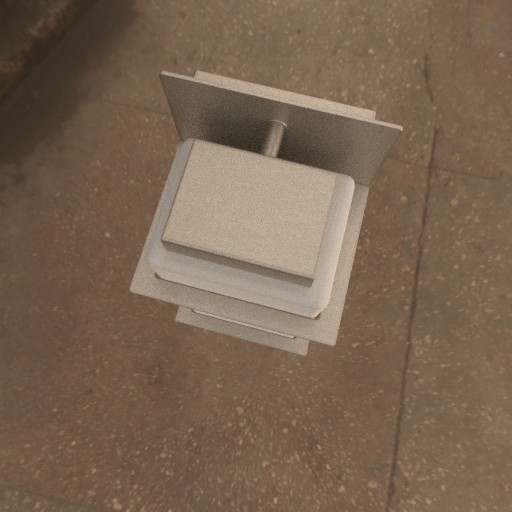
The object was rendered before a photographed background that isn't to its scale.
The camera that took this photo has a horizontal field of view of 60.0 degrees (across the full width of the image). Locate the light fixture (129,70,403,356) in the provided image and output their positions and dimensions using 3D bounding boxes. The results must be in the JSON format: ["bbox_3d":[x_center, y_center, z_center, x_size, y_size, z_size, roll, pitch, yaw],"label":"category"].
[{"bbox_3d":[0.000,0.000,0.464,0.168,0.380,0.160,14,76,4],"label":"light fixture"}]
